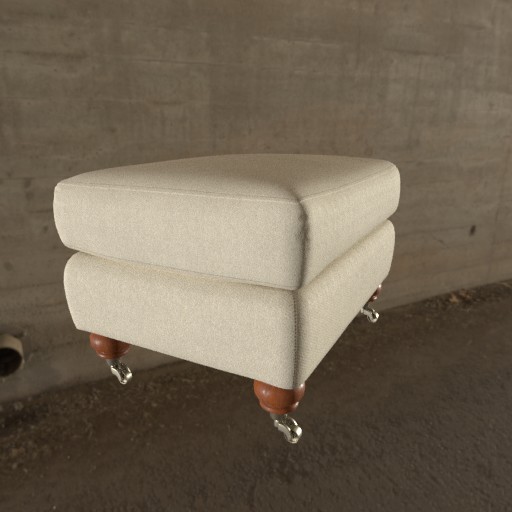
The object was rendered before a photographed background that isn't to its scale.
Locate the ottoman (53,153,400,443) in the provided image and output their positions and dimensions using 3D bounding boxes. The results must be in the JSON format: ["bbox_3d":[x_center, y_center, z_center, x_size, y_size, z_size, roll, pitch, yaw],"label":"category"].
[{"bbox_3d":[0.000,0.000,1.138,0.569,0.499,0.773,8,18,27],"label":"ottoman"}]
